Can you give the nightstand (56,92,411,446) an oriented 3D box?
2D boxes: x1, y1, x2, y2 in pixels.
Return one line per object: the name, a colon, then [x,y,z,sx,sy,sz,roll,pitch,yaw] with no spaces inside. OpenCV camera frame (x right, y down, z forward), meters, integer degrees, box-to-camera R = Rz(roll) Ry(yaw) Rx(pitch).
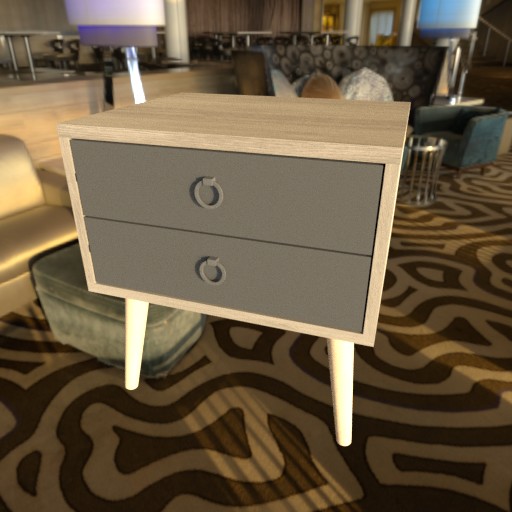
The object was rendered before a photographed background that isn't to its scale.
nightstand: [0.000,0.000,0.800,0.450,0.500,0.380,9,28,17]
